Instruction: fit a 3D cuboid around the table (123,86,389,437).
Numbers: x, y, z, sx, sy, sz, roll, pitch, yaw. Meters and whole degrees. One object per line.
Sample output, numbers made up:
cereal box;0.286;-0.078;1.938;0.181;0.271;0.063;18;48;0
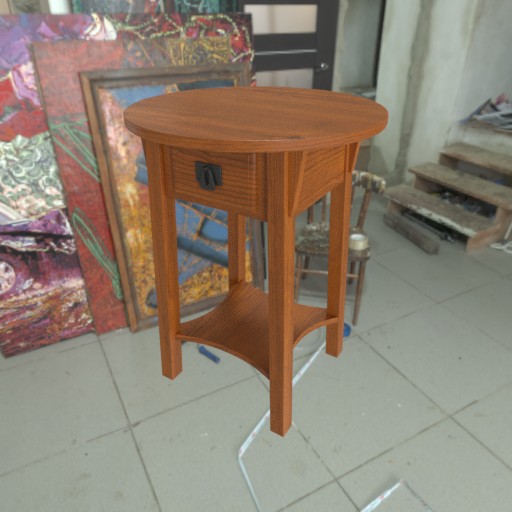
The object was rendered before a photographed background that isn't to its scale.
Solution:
table;0.000;0.000;0.938;0.457;0.610;0.457;0;30;0
